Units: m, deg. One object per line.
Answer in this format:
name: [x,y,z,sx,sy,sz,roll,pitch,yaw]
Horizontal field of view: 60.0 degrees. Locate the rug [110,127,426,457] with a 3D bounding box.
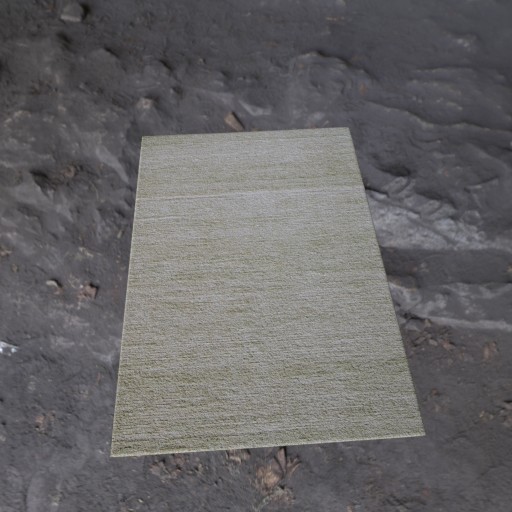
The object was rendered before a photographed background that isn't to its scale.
rug: [0.000,0.000,2.838,1.606,0.017,2.270,-3,58,-2]
